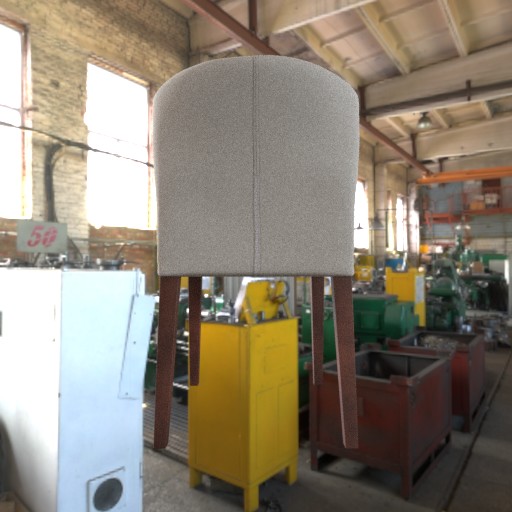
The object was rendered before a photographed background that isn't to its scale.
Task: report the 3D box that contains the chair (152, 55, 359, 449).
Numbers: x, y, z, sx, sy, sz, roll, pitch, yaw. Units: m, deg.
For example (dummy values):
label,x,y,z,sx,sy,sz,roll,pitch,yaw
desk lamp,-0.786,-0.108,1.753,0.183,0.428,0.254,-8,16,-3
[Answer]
label,x,y,z,sx,sy,sz,roll,pitch,yaw
chair,0.000,0.000,1.208,0.491,0.839,0.592,0,-1,0
